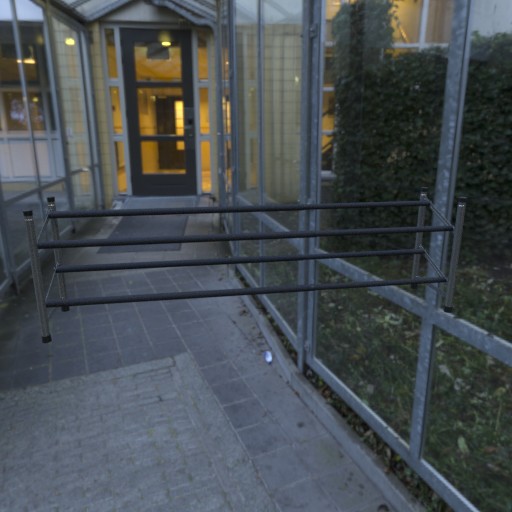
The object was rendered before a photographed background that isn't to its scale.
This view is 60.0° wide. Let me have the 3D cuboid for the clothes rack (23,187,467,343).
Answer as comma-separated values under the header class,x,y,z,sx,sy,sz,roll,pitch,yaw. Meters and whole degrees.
class,x,y,z,sx,sy,sz,roll,pitch,yaw
clothes rack,0.000,0.000,1.299,1.168,0.349,0.229,-3,17,-9
